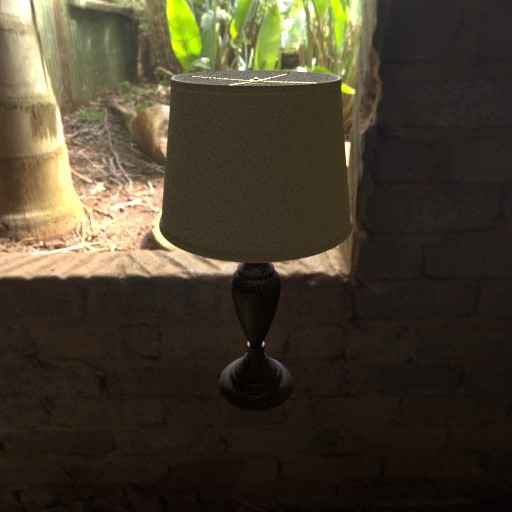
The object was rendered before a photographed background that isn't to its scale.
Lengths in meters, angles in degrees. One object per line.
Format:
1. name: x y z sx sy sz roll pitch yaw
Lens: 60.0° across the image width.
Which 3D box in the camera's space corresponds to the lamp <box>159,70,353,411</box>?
1. lamp: 0.000 0.000 0.812 0.335 0.611 0.335 0 27 0
